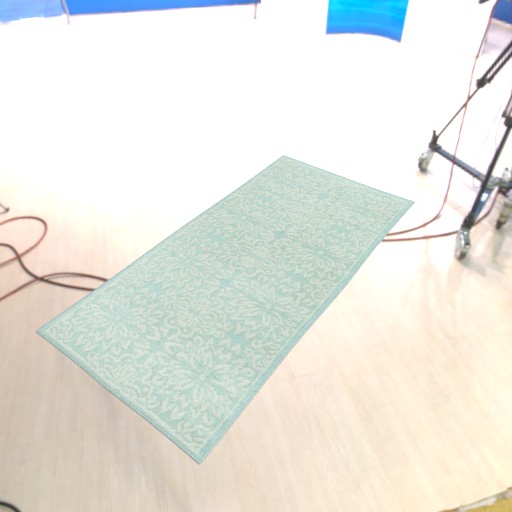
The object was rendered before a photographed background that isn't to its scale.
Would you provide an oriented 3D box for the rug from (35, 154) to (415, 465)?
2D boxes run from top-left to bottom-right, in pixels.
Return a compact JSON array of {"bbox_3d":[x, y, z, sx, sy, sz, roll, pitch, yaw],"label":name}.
[{"bbox_3d":[0.000,0.000,1.444,0.604,0.007,1.219,26,48,26],"label":"rug"}]
